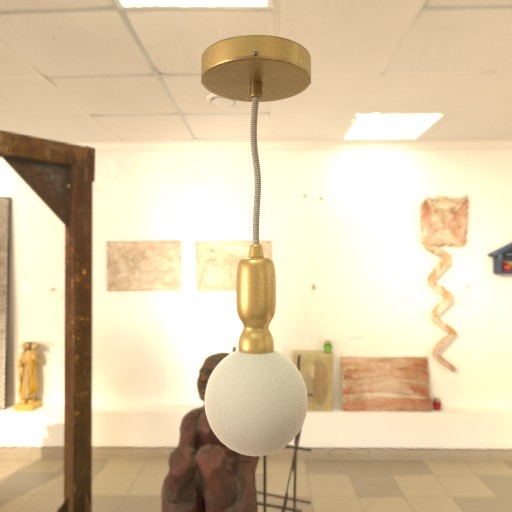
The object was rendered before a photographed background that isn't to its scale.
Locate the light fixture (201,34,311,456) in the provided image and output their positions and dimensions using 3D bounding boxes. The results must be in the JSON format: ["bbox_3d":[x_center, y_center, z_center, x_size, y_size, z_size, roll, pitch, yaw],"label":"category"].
[{"bbox_3d":[0.000,0.000,0.579,0.147,0.510,0.146,0,-1,1],"label":"light fixture"}]
